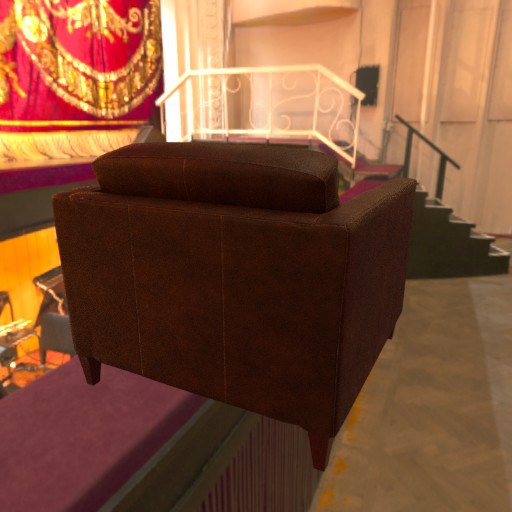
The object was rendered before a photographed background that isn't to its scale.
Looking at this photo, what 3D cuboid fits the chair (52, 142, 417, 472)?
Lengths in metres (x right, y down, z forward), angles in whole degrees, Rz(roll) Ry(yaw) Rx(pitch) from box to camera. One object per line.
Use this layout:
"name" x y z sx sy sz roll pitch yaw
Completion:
"chair" 0.000 0.000 1.688 0.990 0.864 0.975 9 19 27
